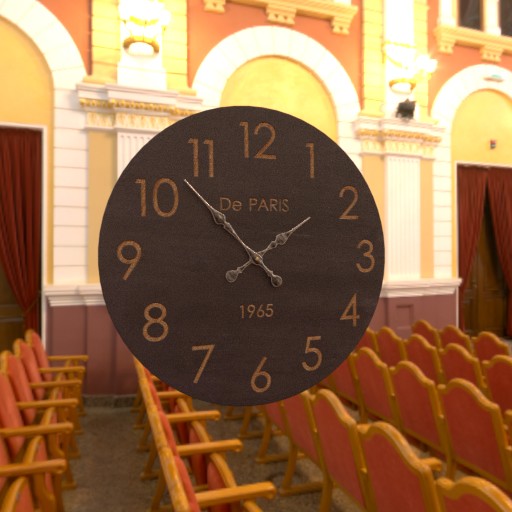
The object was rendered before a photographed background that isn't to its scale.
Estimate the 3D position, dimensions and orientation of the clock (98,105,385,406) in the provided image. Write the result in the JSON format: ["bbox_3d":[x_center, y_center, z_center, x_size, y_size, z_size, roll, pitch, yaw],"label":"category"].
[{"bbox_3d":[0.000,0.000,0.886,0.595,0.595,0.029,0,0,-18],"label":"clock"}]
